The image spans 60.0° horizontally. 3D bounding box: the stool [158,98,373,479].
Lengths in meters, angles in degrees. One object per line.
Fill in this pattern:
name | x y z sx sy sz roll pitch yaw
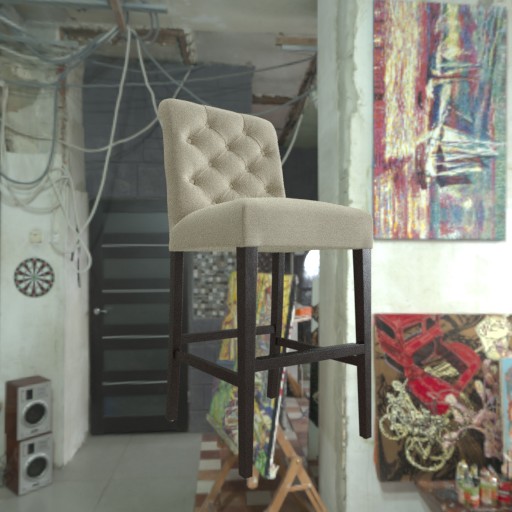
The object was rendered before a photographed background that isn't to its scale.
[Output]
stool | 0.000 0.000 1.467 0.482 1.118 0.610 0 -1 -34
